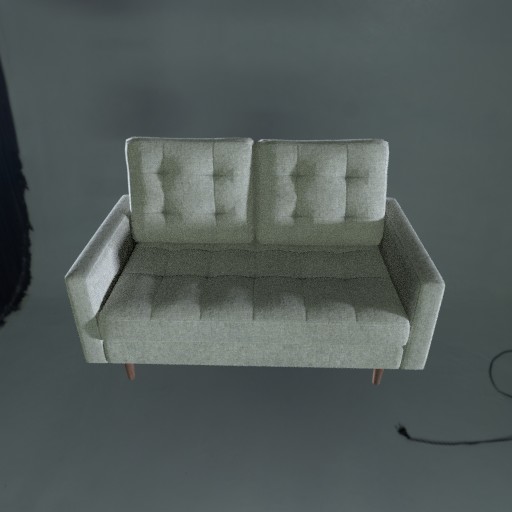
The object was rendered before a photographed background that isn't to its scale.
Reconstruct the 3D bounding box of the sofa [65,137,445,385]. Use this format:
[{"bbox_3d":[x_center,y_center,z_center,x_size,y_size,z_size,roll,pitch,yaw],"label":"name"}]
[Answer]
[{"bbox_3d":[0.000,0.000,1.998,1.407,0.907,0.842,1,31,1],"label":"sofa"}]
